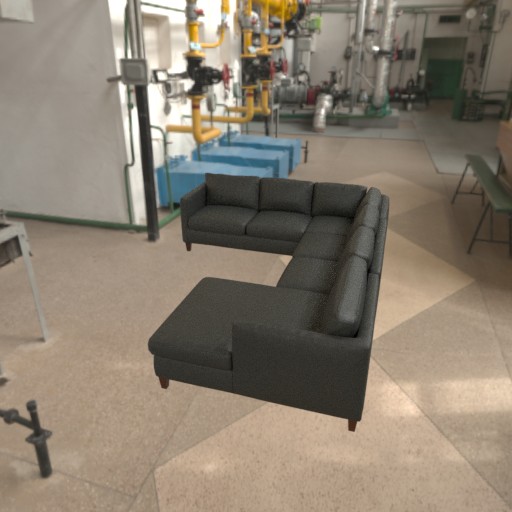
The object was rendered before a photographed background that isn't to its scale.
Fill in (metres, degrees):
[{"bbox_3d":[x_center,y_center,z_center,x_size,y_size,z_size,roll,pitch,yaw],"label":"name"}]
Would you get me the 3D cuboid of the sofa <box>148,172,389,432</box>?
[{"bbox_3d":[0.000,0.000,4.703,2.593,0.923,3.460,7,26,16],"label":"sofa"}]
